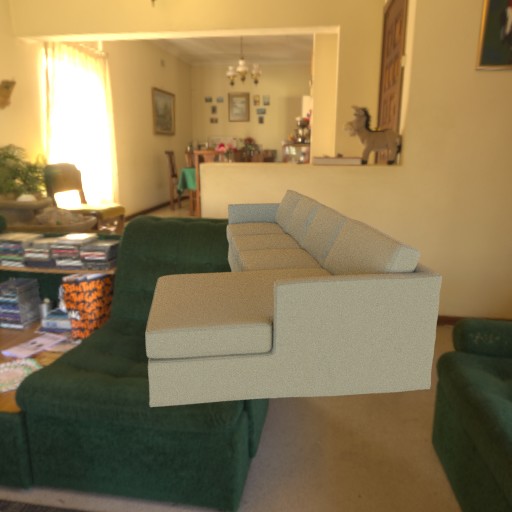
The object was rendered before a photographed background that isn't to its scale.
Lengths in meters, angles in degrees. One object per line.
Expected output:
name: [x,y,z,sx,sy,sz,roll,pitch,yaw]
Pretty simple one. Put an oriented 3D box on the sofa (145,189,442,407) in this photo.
sofa: [0.000,0.000,3.874,1.622,0.867,3.177,-2,14,-8]
